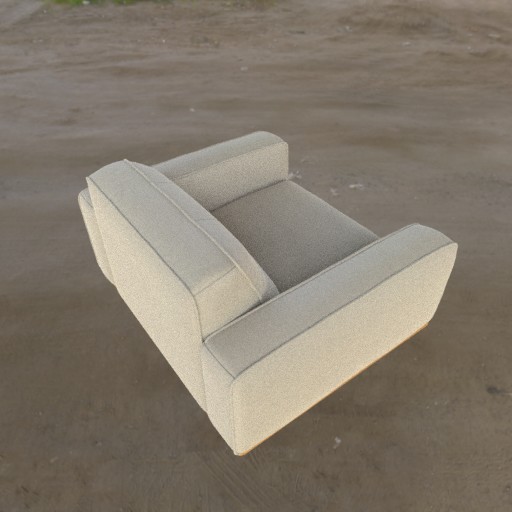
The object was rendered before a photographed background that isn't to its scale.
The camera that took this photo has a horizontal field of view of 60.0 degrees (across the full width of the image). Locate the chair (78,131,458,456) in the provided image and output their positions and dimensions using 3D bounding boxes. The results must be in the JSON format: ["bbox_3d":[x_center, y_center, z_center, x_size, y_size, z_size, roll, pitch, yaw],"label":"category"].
[{"bbox_3d":[0.000,0.000,1.725,0.953,0.779,1.115,-26,47,-27],"label":"chair"}]
